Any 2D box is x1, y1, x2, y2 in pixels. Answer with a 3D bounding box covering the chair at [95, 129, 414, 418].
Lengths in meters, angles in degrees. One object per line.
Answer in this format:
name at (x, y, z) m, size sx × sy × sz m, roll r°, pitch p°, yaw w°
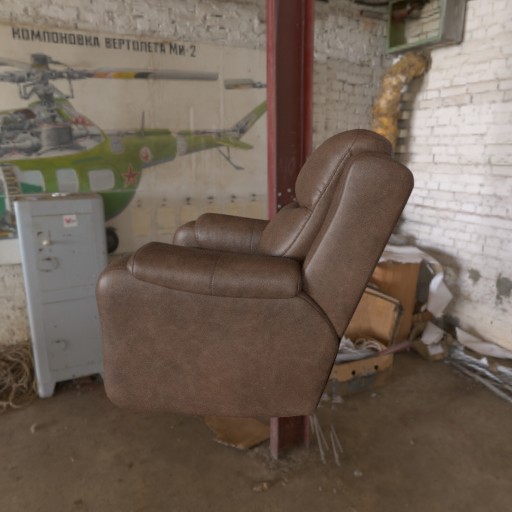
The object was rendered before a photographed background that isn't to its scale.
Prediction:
chair at (0.000, 0.000, 1.817) m, size 1.067 × 0.990 × 0.940 m, roll 2°, pitch 14°, yaw 9°
